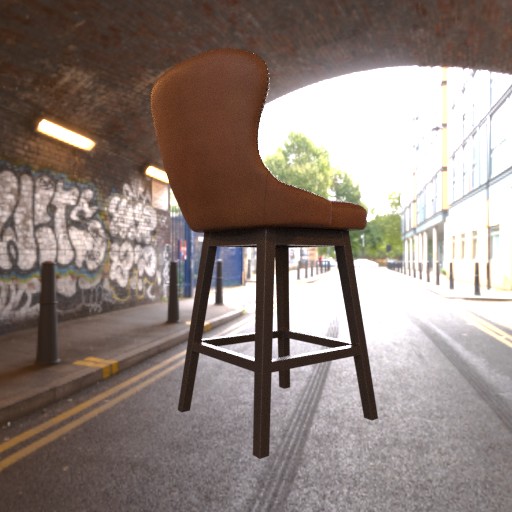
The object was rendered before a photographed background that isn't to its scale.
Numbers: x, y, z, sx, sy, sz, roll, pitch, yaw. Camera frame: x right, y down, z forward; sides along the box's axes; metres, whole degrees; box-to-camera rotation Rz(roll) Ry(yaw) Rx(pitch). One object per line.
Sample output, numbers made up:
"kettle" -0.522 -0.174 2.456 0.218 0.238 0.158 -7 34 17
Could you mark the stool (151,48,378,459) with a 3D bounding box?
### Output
"stool" 0.000 0.000 1.318 0.593 0.971 0.528 0 0 -37
